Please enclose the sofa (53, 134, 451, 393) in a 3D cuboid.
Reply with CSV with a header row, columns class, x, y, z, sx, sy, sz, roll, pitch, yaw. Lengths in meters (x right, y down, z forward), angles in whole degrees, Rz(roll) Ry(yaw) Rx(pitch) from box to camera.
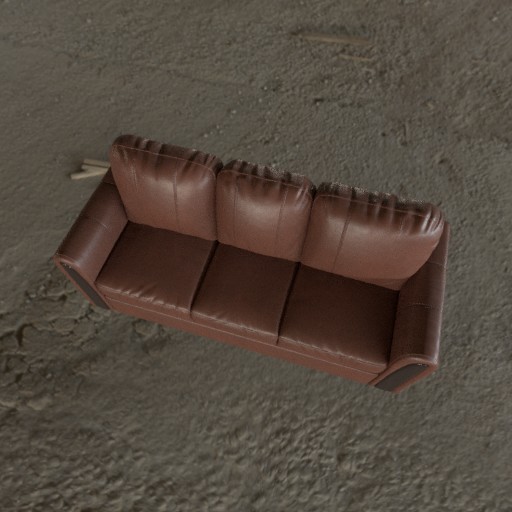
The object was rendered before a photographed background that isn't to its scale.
class,x,y,z,sx,sy,sz,roll,pitch,yaw
sofa,0.000,0.000,2.318,1.862,0.915,0.802,15,60,9
